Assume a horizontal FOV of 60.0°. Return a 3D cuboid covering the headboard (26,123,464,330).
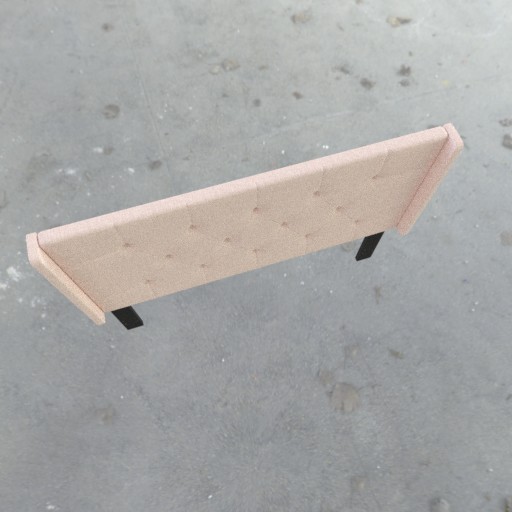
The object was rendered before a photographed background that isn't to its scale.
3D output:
[{"bbox_3d":[0.000,0.000,2.706,2.051,1.524,0.184,-16,66,-8],"label":"headboard"}]
